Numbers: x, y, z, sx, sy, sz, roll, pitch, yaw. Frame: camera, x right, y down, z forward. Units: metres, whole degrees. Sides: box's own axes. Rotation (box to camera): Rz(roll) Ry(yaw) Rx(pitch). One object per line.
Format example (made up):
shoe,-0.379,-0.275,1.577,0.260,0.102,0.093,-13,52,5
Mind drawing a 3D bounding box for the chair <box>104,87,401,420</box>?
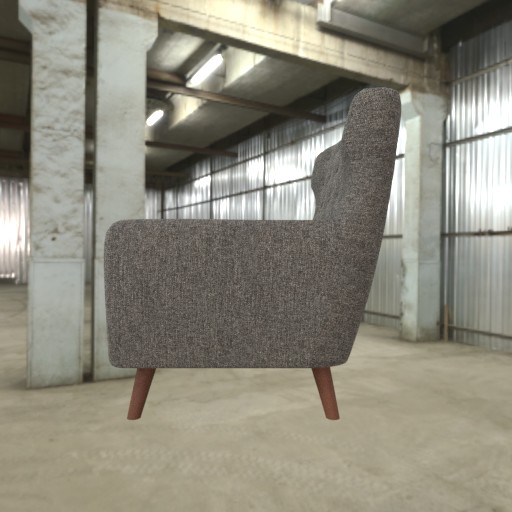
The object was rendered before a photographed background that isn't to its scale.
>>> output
chair,0.000,0.000,1.737,0.940,1.039,0.889,0,0,0
